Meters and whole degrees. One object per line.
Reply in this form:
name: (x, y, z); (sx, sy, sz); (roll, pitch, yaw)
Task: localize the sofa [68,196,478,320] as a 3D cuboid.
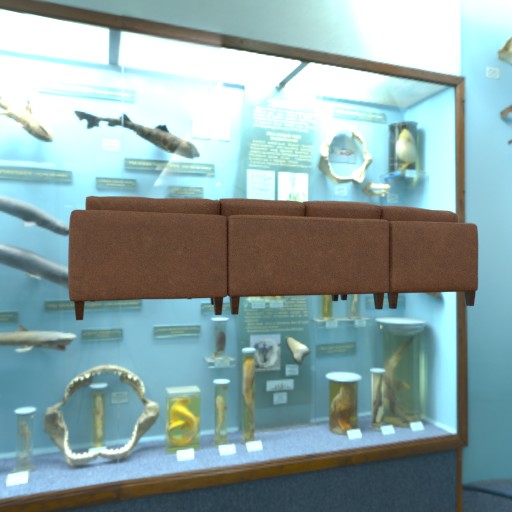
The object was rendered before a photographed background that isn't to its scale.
sofa: (0.000, 0.000, 4.711); (3.460, 0.923, 2.593); (0, -1, -17)
